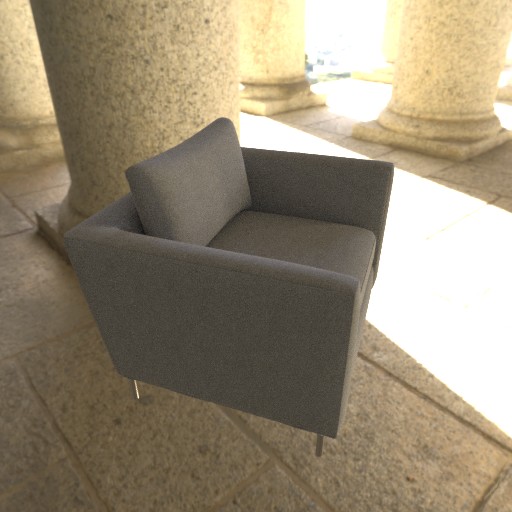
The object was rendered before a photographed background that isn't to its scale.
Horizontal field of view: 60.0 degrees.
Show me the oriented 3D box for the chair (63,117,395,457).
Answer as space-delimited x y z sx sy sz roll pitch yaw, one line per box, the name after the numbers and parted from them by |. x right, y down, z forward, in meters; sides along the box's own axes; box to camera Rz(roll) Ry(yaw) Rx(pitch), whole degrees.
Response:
0.000 0.000 1.708 0.889 0.864 1.041 10 32 17 | chair
